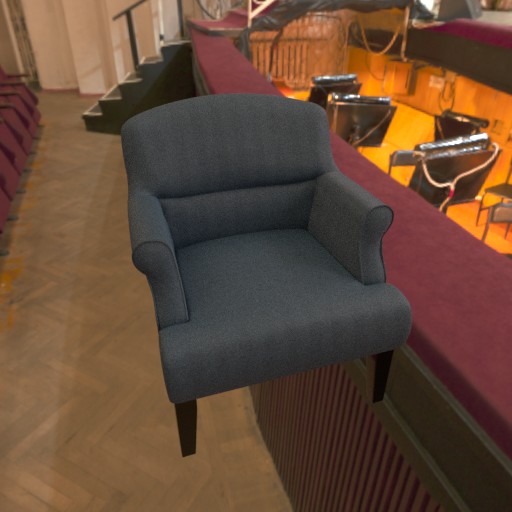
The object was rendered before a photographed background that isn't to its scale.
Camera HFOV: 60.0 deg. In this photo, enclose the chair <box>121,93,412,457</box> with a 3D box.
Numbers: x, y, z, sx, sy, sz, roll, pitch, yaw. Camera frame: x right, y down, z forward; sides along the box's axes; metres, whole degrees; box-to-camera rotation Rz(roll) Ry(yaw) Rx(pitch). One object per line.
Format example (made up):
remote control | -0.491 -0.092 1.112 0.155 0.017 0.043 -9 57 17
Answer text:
chair | 0.000 0.000 1.444 0.770 0.878 0.754 -10 33 -15
